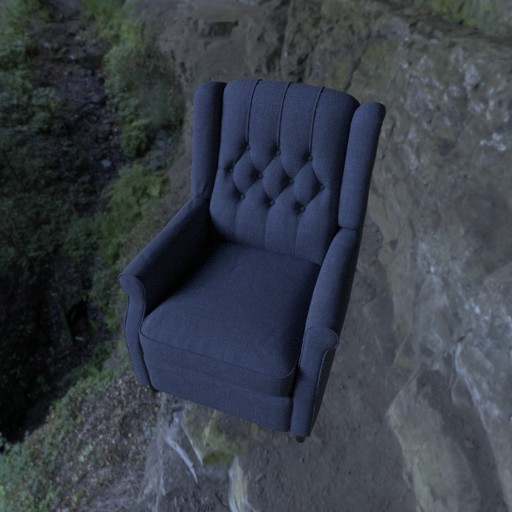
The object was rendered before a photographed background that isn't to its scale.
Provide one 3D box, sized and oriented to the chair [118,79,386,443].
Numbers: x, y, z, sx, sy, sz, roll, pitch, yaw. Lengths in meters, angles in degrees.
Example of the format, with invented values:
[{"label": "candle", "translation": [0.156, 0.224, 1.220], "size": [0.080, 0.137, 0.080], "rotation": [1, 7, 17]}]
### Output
[{"label": "chair", "translation": [0.000, 0.000, 1.630], "size": [0.742, 1.035, 0.898], "rotation": [13, 43, 15]}]
